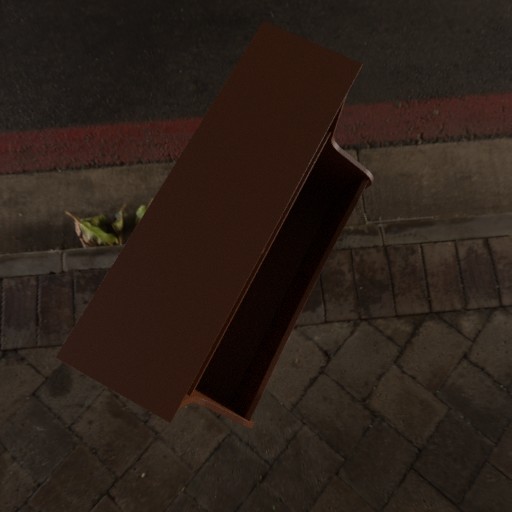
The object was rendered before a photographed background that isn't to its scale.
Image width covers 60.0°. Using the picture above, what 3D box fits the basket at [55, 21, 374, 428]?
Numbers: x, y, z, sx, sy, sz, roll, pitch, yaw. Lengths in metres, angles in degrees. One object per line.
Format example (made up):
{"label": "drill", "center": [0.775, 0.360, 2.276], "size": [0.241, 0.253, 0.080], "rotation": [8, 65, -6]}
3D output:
{"label": "basket", "center": [0.000, 0.000, 1.140], "size": [0.376, 0.625, 0.792], "rotation": [27, 77, 7]}
